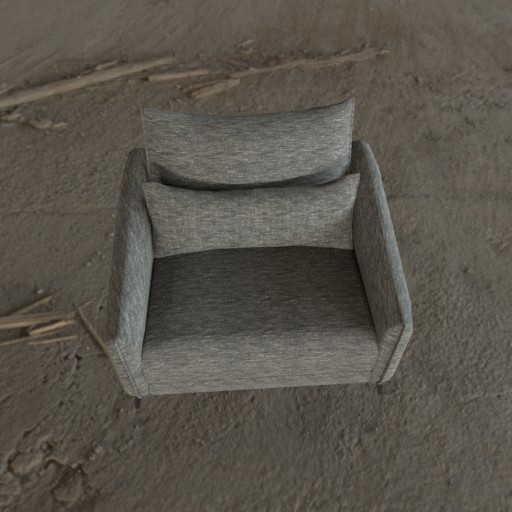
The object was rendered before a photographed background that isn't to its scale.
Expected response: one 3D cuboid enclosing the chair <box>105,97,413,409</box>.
[{"bbox_3d":[0.000,0.000,1.625,1.004,0.842,0.805,-3,46,-3],"label":"chair"}]
